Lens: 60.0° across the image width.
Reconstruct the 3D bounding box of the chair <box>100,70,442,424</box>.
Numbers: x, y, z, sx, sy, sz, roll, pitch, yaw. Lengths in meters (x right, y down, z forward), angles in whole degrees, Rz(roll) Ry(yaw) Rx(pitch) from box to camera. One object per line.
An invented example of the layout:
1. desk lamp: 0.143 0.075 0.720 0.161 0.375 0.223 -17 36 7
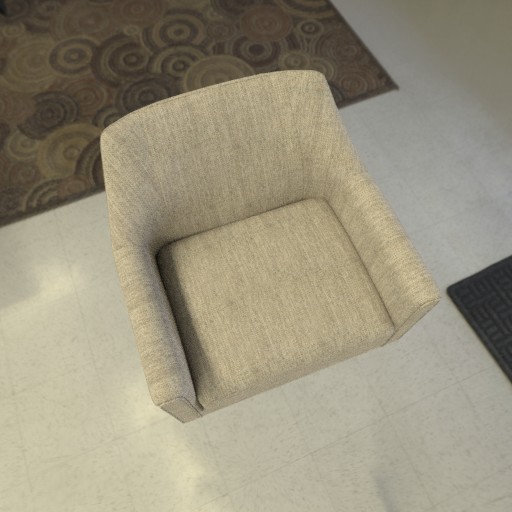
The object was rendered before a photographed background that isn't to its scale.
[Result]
1. chair: 0.000 0.000 1.403 0.796 0.761 0.758 -19 66 -9
